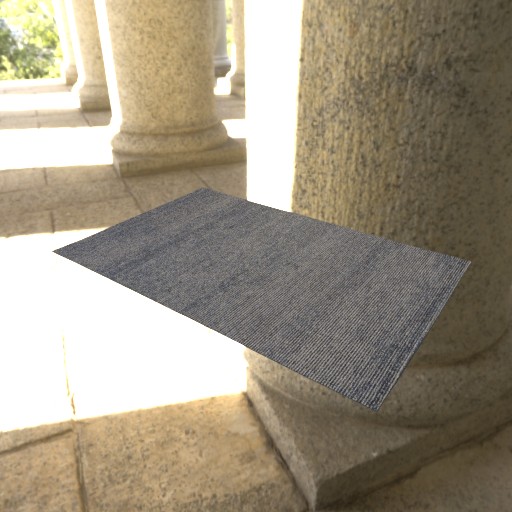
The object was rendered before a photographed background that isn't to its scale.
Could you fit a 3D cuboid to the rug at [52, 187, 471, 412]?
[{"bbox_3d":[0.000,0.000,2.176,1.740,0.010,1.135,20,34,31],"label":"rug"}]
